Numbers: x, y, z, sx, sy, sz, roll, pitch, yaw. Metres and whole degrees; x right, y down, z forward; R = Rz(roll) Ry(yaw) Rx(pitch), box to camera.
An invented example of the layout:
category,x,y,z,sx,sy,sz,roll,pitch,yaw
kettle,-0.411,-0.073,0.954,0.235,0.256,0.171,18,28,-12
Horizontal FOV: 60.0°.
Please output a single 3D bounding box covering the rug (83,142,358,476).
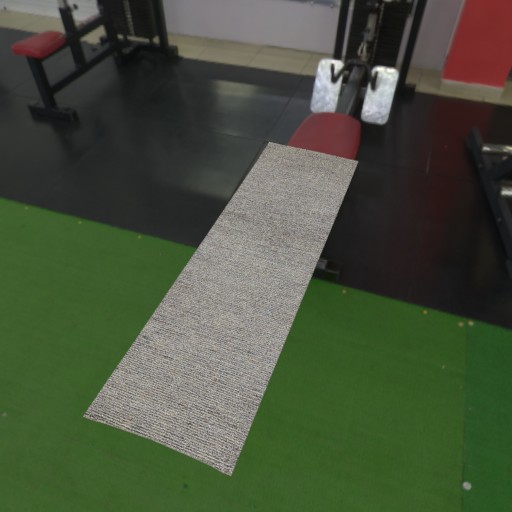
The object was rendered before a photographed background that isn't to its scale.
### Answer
category,x,y,z,sx,sy,sz,roll,pitch,yaw
rug,0.000,0.000,2.584,0.697,0.013,2.335,16,49,15
